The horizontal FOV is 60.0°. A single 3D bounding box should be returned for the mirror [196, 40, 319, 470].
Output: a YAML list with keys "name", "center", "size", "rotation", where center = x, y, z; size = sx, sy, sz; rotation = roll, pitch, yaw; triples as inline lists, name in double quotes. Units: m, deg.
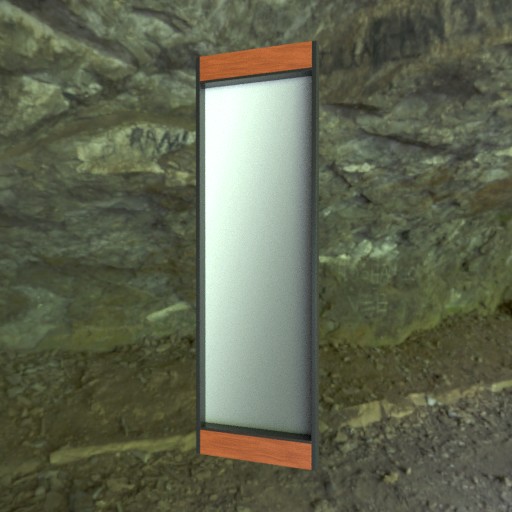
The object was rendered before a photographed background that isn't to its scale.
- name: "mirror"
  center: [0.000, 0.000, 1.228]
  size: [0.343, 1.123, 0.047]
  rotation: [0, 0, 17]
